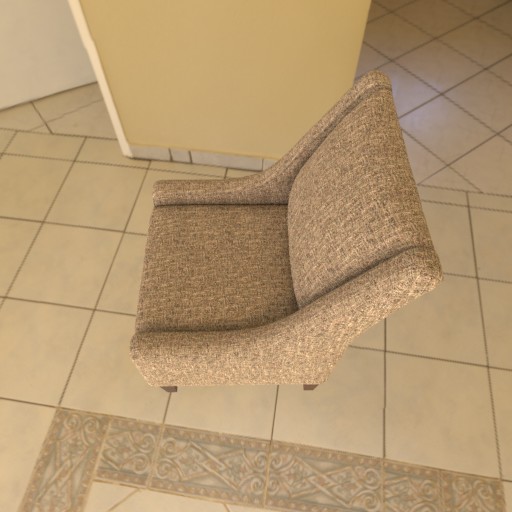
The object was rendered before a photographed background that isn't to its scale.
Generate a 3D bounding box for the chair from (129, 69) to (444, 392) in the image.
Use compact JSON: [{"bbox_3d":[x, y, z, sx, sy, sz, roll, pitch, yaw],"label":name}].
[{"bbox_3d":[0.000,0.000,1.614,0.870,1.014,0.774,-1,58,0],"label":"chair"}]
